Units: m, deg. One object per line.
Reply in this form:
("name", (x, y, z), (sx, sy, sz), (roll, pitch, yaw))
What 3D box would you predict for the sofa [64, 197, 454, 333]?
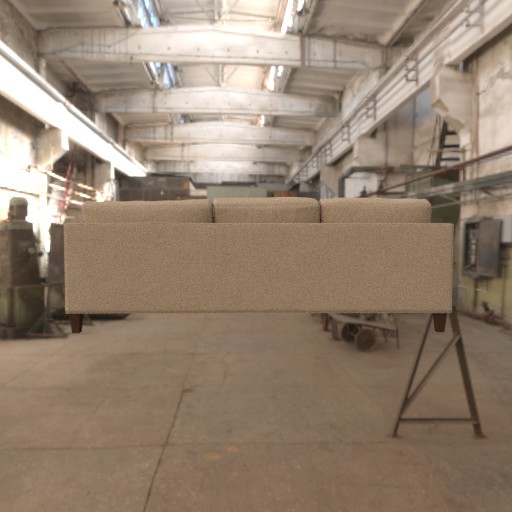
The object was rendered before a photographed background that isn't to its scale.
("sofa", (0.000, 0.000, 4.311), (2.432, 0.863, 3.182), (0, 2, -1))
